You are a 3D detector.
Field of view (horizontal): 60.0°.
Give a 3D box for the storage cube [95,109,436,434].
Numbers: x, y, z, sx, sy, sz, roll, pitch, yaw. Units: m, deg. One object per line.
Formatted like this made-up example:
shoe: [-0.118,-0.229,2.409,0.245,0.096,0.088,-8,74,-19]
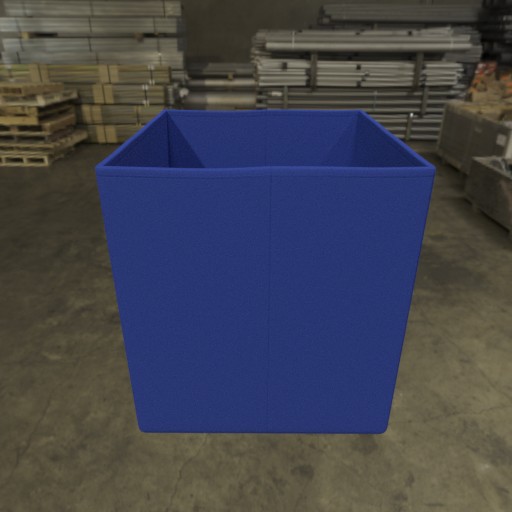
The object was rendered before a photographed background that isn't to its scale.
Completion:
storage cube: [0.000,0.000,0.505,0.270,0.280,0.270,0,27,0]
